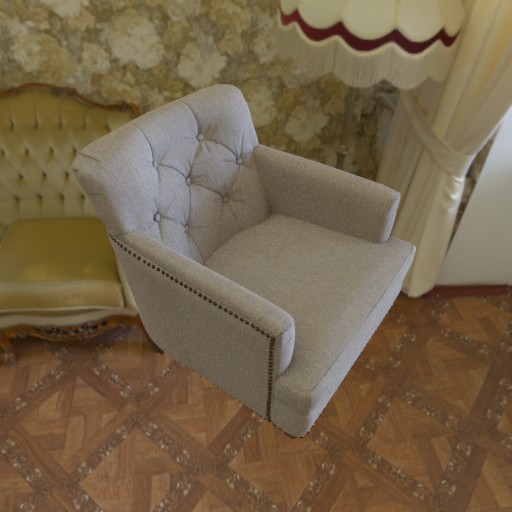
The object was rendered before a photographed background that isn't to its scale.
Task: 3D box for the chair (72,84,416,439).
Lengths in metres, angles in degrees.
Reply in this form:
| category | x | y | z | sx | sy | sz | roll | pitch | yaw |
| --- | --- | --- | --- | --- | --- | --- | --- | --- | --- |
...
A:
| category | x | y | z | sx | sy | sz | roll | pitch | yaw |
| --- | --- | --- | --- | --- | --- | --- | --- | --- | --- |
| chair | 0.000 | 0.000 | 1.522 | 0.902 | 0.823 | 0.737 | 26 | 48 | 26 |
